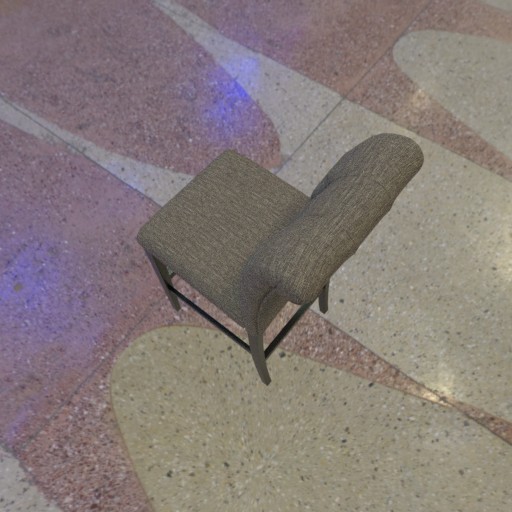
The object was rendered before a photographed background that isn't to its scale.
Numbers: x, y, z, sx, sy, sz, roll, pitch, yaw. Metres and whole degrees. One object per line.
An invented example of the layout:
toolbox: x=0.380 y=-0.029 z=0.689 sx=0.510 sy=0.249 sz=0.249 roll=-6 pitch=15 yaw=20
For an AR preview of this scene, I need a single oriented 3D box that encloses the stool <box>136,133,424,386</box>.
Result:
stool: x=0.000 y=0.000 z=1.437 sx=0.613 sy=1.131 sz=0.452 roll=37 pitch=69 yaw=16
